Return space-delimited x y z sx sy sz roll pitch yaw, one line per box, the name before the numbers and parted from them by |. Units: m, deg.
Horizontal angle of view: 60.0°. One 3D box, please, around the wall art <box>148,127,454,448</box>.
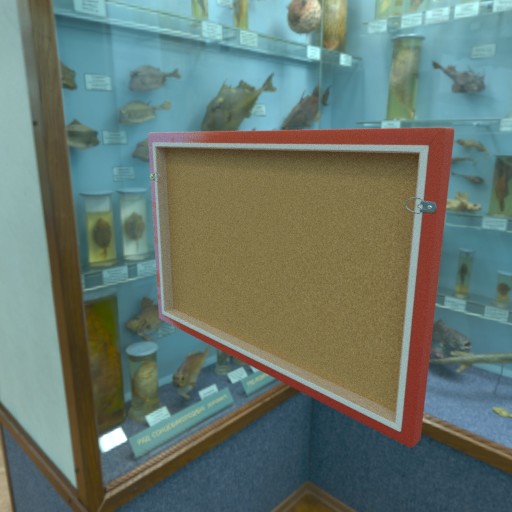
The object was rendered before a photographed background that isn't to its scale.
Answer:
wall art | 0.000 0.000 1.120 0.040 0.609 0.913 -14 20 -42
